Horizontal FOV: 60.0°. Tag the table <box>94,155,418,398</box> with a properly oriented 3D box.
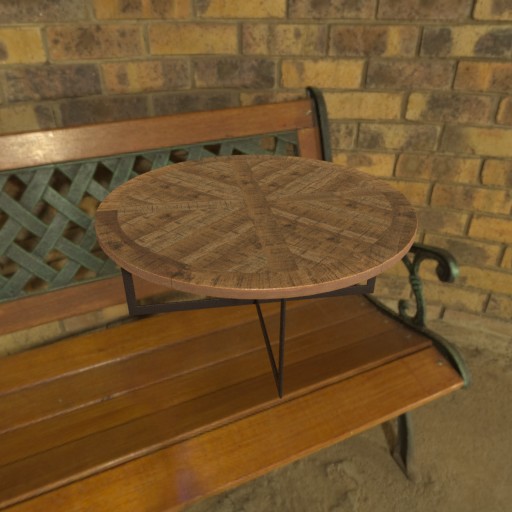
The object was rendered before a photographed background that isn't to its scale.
[{"bbox_3d":[0.000,0.000,1.944,1.264,0.516,1.264,0,30,0],"label":"table"}]
